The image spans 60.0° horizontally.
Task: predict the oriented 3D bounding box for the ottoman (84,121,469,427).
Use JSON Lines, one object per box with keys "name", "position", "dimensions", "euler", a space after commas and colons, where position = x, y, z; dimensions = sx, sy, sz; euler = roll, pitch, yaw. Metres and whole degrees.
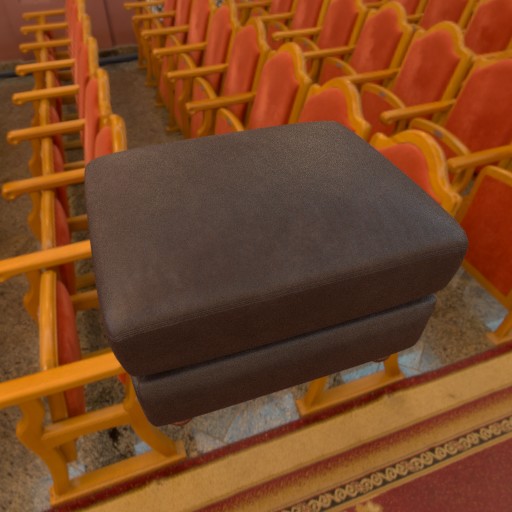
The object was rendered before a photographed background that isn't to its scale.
{"name": "ottoman", "position": [0.000, 0.000, 1.227], "dimensions": [0.806, 0.569, 0.670], "euler": [-13, 42, -15]}
